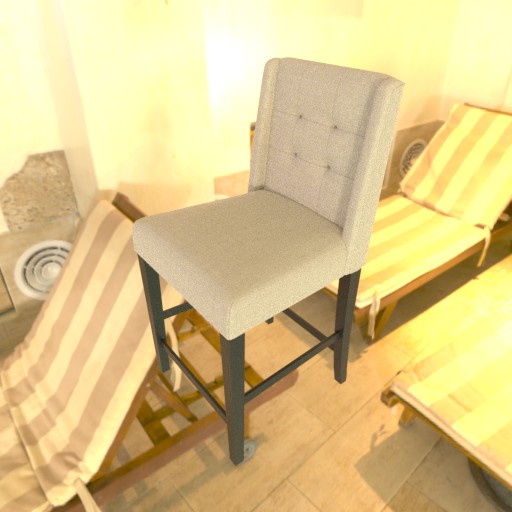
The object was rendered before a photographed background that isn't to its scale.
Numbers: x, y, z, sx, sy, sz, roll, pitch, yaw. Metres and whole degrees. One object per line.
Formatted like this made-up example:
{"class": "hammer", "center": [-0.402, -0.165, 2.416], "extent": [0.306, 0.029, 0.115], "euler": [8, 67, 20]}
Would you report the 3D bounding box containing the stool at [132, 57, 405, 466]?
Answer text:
{"class": "stool", "center": [0.000, 0.000, 1.223], "extent": [0.509, 0.939, 0.474], "euler": [-22, 38, -31]}
